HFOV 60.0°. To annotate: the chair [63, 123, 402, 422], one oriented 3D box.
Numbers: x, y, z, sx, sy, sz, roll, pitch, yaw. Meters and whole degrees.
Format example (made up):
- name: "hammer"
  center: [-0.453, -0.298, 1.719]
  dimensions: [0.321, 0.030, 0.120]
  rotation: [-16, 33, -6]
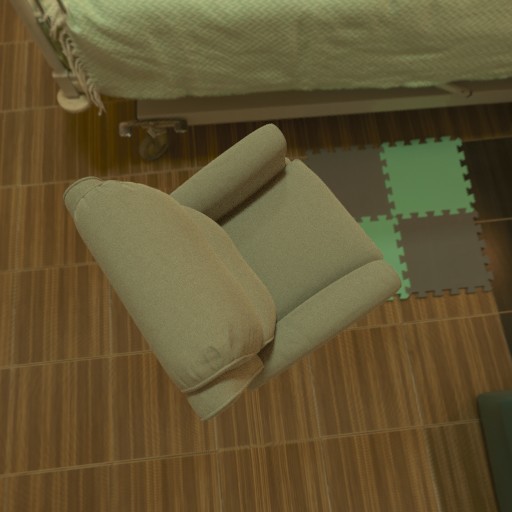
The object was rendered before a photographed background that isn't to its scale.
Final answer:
- name: "chair"
  center: [0.000, 0.000, 1.729]
  dimensions: [0.919, 1.046, 0.859]
  rotation: [-34, 76, -10]
